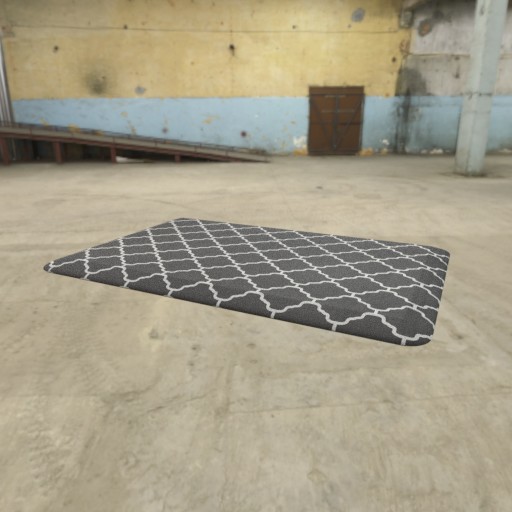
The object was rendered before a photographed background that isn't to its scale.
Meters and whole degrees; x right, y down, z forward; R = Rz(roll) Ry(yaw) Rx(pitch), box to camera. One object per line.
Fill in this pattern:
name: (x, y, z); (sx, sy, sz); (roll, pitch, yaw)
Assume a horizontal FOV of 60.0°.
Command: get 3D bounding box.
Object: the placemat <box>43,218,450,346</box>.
placemat: (0.000, 0.000, 0.967); (0.762, 0.021, 0.508); (8, 19, 24)
